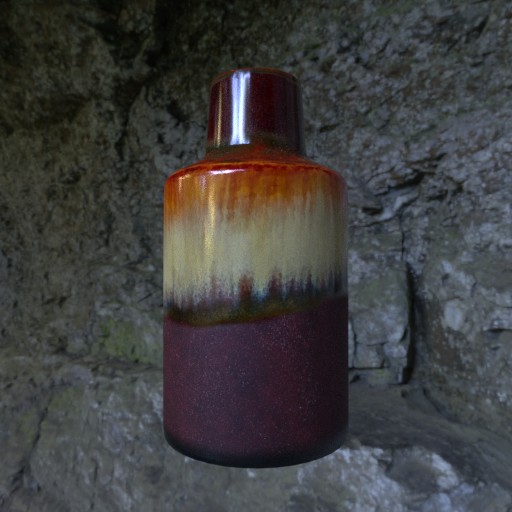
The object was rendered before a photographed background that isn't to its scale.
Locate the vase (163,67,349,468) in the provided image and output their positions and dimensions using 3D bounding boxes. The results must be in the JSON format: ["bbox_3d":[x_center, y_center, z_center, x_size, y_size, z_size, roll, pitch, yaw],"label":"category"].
[{"bbox_3d":[0.000,0.000,0.264,0.108,0.204,0.108,0,-1,0],"label":"vase"}]
